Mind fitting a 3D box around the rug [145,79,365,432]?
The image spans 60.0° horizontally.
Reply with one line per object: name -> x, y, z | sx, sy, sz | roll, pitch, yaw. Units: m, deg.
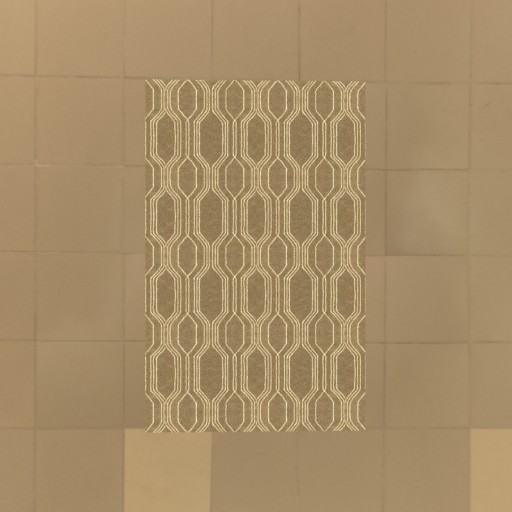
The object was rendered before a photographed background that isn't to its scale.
rug -> 0.000, 0.000, 3.101 | 1.541, 0.012, 2.457 | 0, 90, -1
